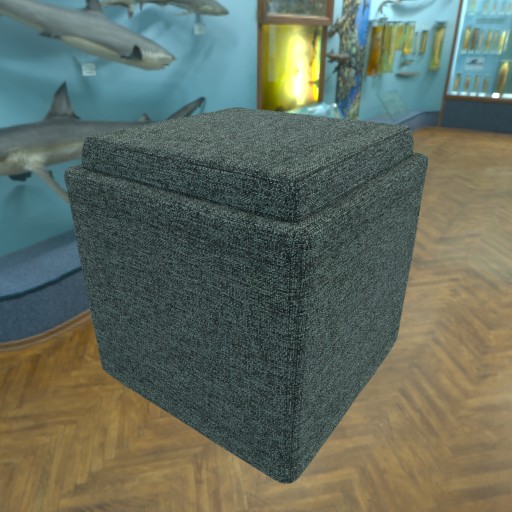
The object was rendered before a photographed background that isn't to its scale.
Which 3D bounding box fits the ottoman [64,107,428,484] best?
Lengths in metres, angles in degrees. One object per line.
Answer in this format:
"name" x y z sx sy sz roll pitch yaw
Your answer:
"ottoman" 0.000 0.000 0.812 0.450 0.463 0.450 18 32 32
